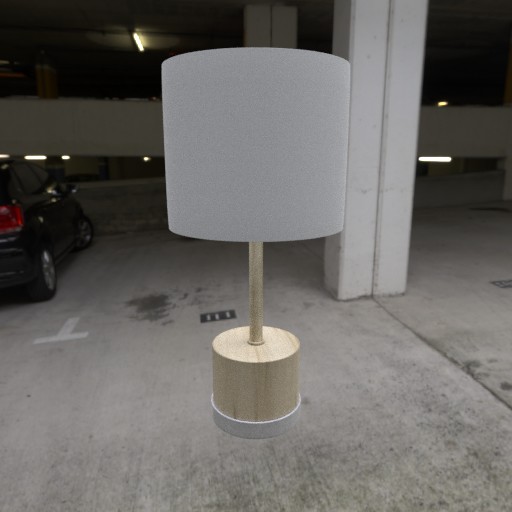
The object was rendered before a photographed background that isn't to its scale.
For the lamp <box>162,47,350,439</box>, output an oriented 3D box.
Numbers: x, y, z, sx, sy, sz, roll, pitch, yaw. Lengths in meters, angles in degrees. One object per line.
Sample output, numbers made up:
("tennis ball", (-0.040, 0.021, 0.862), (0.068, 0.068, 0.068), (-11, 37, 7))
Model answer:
("lamp", (0.000, 0.000, 0.596), (0.229, 0.470, 0.229), (-2, 13, -9))
